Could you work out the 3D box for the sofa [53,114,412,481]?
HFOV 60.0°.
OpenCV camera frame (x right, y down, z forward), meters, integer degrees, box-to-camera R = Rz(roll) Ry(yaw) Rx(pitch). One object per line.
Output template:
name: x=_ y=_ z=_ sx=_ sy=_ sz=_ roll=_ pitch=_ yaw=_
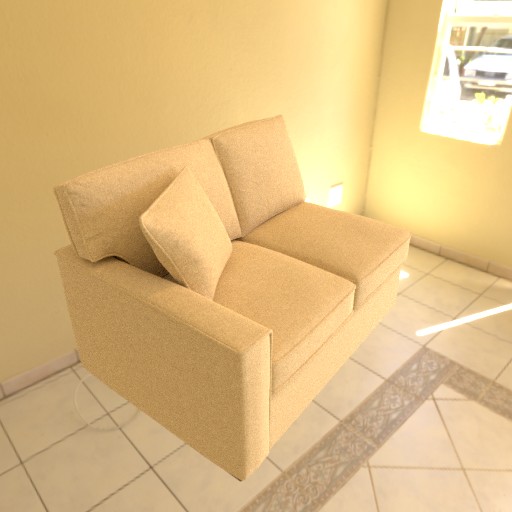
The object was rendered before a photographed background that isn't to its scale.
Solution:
sofa: x=0.000 y=0.000 z=2.032 sx=0.991 sy=0.989 sz=1.388 roll=20 pitch=35 yaw=32
